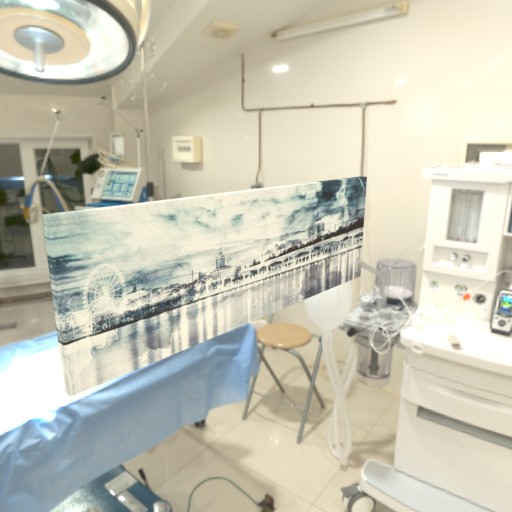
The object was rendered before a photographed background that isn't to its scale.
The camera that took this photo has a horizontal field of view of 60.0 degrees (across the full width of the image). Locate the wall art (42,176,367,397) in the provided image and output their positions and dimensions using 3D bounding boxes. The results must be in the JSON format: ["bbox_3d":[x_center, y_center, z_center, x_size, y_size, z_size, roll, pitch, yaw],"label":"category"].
[{"bbox_3d":[0.000,0.000,1.704,0.037,0.509,1.524,14,21,42],"label":"wall art"}]
